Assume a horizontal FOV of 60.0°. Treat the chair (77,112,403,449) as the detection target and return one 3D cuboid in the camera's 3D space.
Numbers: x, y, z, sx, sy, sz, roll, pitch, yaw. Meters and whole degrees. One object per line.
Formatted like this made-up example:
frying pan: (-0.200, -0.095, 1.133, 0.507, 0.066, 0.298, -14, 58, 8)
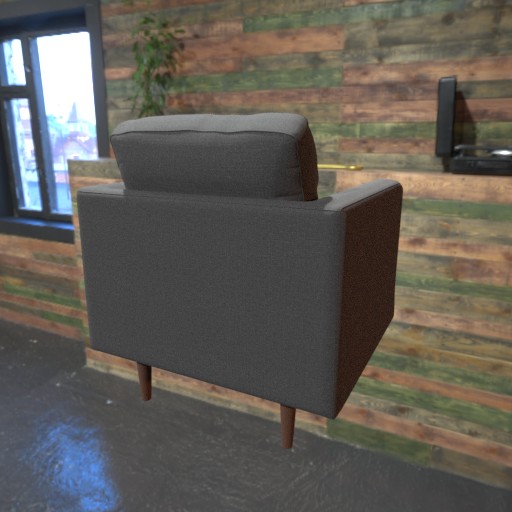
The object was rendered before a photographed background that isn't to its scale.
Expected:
chair: (0.000, 0.000, 1.550, 0.854, 0.927, 0.800, 8, 17, 26)
